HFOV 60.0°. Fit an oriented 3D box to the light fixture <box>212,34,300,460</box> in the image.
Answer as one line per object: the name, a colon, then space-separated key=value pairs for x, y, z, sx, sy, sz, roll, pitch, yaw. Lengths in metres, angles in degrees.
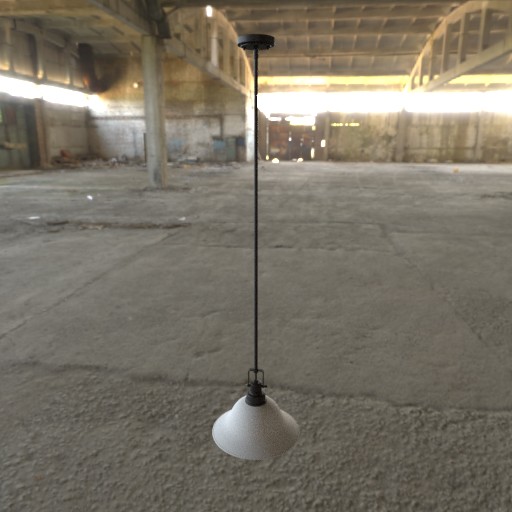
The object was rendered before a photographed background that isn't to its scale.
light fixture: x=0.000 y=0.000 z=1.485 sx=0.324 sy=1.337 sz=0.324 roll=2 pitch=14 yaw=7
